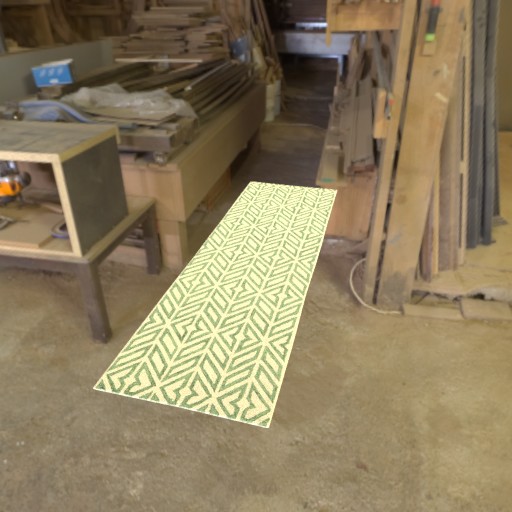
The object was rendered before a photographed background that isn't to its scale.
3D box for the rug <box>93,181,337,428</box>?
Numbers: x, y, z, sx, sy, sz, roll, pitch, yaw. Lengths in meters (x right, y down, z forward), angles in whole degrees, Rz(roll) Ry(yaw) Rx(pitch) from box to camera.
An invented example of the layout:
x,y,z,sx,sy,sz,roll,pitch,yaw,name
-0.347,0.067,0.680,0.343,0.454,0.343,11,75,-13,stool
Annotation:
x,y,z,sx,sy,sz,roll,pitch,yaw,name
0.000,0.000,2.764,0.750,0.009,2.435,8,31,13,rug
